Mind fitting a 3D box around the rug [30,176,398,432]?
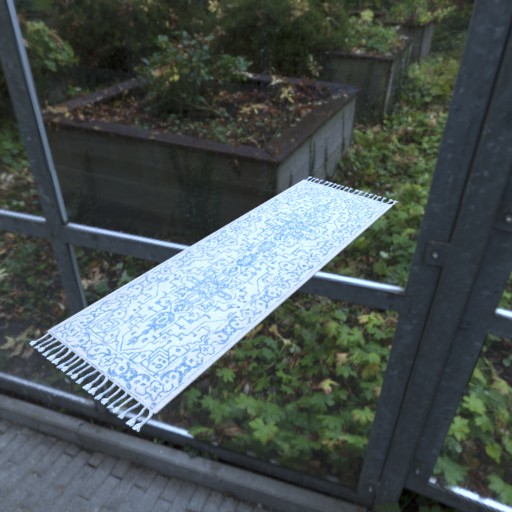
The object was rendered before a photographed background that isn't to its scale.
[{"bbox_3d":[0.000,0.000,2.653,0.774,0.011,2.449,23,39,31],"label":"rug"}]
